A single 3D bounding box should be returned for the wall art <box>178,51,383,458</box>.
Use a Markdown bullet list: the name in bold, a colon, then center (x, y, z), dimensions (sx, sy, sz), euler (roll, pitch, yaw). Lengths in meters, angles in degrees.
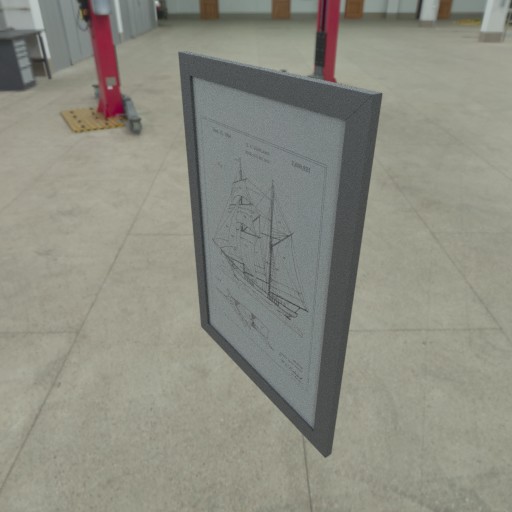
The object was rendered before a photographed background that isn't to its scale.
- **wall art**: center (0.000, 0.000, 0.674), dimensions (0.013, 0.534, 0.380), euler (-21, 37, -30)
